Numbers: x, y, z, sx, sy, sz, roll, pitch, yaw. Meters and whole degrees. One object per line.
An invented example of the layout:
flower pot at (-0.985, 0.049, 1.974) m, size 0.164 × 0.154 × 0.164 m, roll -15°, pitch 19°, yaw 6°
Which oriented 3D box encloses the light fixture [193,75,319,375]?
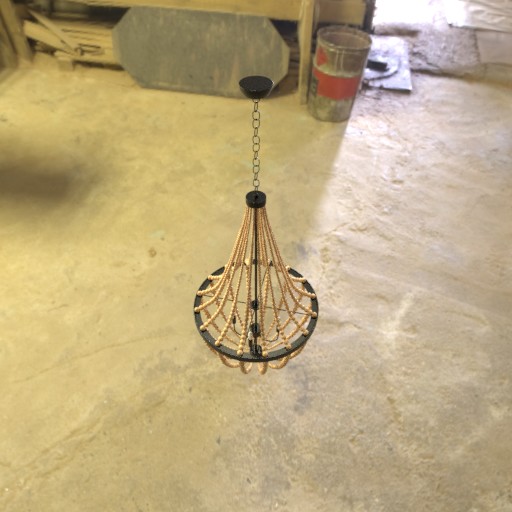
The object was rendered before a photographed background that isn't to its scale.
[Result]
light fixture at (0.000, 0.000, 1.416) m, size 0.450 × 1.133 × 0.450 m, roll 0°, pitch 46°, yaw 0°
